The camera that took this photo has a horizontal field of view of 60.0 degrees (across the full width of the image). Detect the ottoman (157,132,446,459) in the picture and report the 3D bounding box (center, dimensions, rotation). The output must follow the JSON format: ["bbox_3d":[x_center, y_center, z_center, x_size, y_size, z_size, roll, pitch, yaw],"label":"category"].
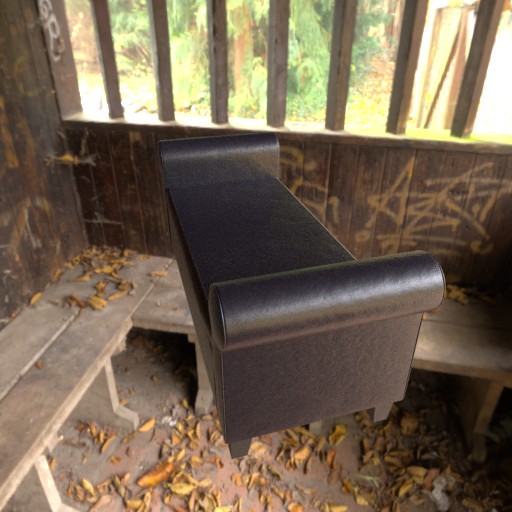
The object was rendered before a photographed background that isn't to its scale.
[{"bbox_3d":[0.000,0.000,1.541,0.521,0.547,1.256,-8,31,-14],"label":"ottoman"}]
